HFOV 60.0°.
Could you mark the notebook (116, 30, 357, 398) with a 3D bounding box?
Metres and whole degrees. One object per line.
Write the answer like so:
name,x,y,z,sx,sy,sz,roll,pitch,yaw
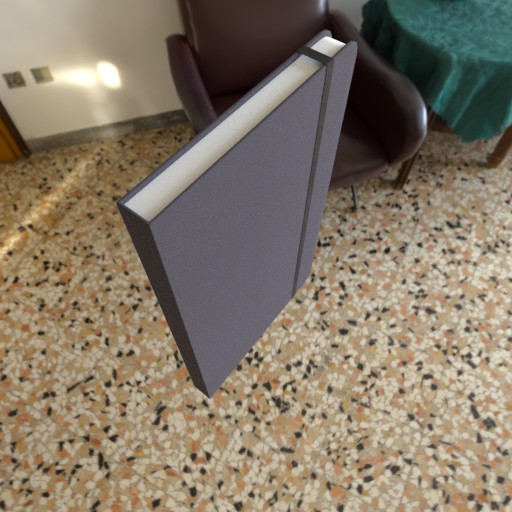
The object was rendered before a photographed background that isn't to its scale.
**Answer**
notebook,0.000,0.000,0.256,0.016,0.213,0.127,33,64,19
